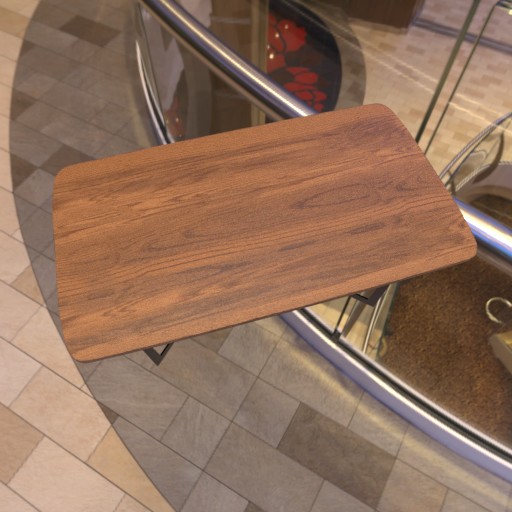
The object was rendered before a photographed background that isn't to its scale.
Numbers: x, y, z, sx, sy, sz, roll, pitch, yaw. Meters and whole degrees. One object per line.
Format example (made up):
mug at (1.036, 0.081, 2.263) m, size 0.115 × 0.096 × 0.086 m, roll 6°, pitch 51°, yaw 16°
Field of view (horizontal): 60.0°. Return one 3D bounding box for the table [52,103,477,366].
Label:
table at (0.000, 0.000, 2.184) m, size 1.643 × 0.765 × 0.949 m, roll -14°, pitch 60°, yaw -8°
